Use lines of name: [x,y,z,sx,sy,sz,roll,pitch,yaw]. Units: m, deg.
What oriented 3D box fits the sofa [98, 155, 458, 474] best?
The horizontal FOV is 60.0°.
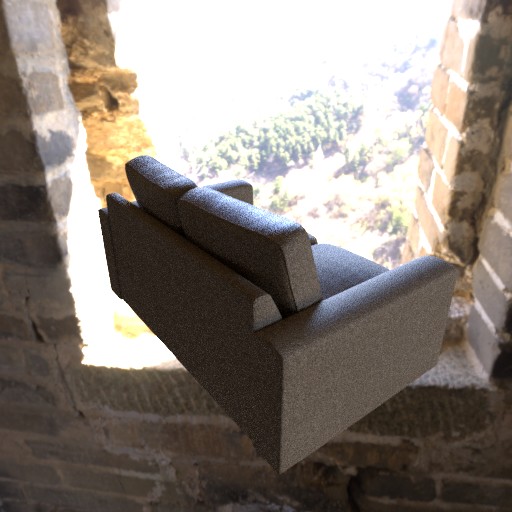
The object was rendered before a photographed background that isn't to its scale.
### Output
sofa: [0.000,0.000,2.233,1.016,0.873,1.616,-19,32,-33]
